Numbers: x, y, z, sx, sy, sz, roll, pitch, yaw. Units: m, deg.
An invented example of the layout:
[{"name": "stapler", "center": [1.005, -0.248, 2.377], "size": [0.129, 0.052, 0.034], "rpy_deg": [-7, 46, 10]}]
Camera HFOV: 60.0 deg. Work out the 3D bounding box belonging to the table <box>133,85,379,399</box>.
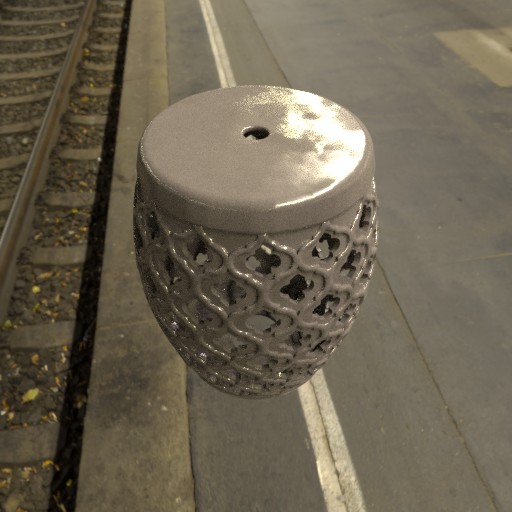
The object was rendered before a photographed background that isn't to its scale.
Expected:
[{"name": "table", "center": [0.000, 0.000, 0.632], "size": [0.325, 0.388, 0.325], "rpy_deg": [0, 45, 0]}]
